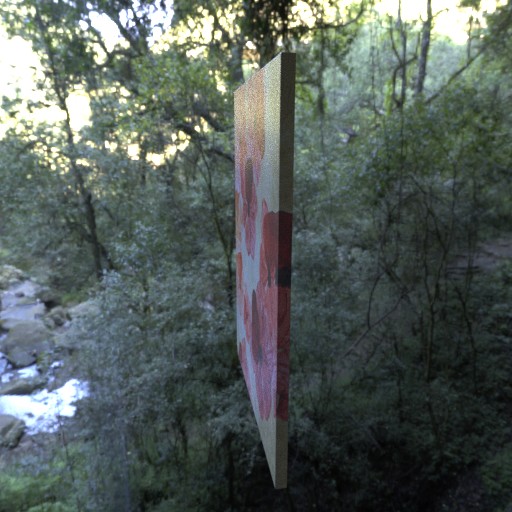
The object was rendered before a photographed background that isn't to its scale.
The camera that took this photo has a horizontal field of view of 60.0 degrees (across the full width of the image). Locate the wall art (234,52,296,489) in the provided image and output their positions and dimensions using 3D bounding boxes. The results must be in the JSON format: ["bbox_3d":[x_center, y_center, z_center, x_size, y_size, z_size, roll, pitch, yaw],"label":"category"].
[{"bbox_3d":[0.000,0.000,1.350,0.031,1.015,0.762,-2,15,-9],"label":"wall art"}]
